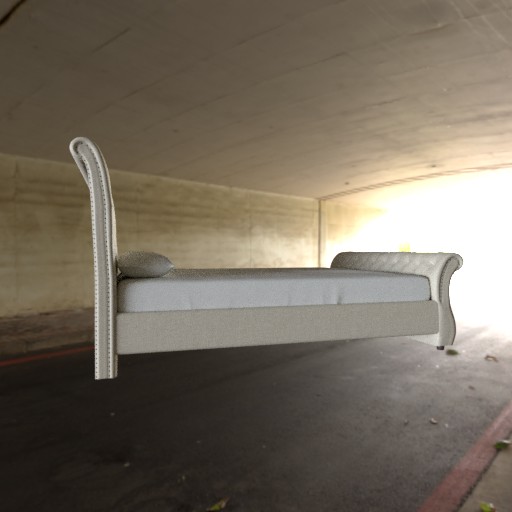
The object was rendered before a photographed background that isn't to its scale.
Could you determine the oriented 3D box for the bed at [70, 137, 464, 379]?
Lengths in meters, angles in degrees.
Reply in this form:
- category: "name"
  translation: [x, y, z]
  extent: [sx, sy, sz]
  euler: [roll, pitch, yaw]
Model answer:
- category: "bed"
  translation: [0.000, 0.000, 3.409]
  extent: [2.493, 1.268, 1.606]
  euler: [0, 1, -17]
